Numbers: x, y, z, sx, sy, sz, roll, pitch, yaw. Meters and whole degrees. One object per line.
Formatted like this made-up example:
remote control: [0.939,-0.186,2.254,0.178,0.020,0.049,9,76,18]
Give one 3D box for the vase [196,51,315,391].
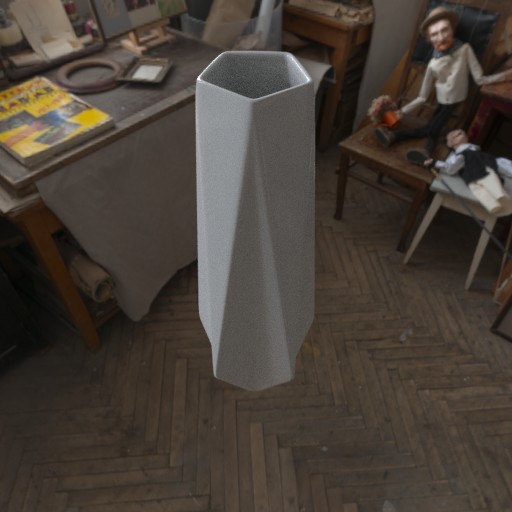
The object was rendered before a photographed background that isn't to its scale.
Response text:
vase: [0.000,0.000,0.384,0.122,0.329,0.116,1,47,1]
